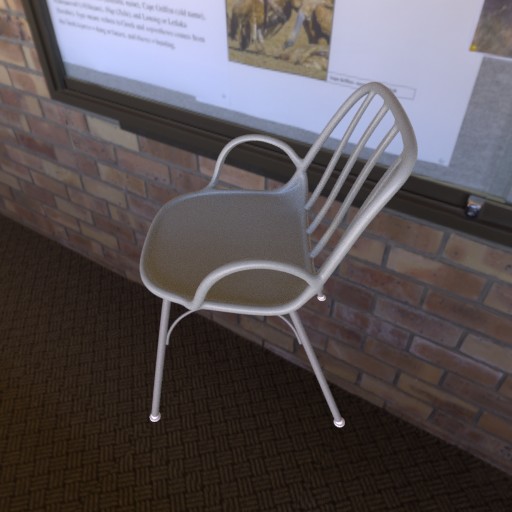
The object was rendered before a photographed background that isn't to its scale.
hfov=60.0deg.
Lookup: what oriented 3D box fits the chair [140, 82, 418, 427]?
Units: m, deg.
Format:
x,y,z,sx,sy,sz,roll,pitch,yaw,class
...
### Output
x,y,z,sx,sy,sz,roll,pitch,yaw,class
0.000,0.000,1.163,0.597,0.816,0.549,0,41,0,chair
